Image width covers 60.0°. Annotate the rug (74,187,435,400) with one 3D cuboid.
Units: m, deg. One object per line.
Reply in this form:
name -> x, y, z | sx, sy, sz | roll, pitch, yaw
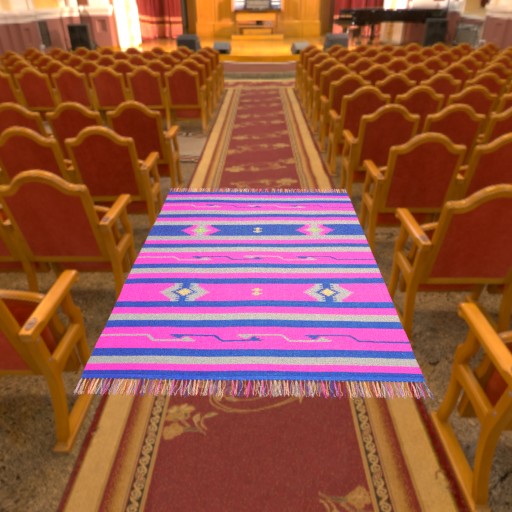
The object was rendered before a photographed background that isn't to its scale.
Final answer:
rug -> 0.000, 0.000, 2.873 | 1.539, 0.013, 2.350 | 0, 31, 1
